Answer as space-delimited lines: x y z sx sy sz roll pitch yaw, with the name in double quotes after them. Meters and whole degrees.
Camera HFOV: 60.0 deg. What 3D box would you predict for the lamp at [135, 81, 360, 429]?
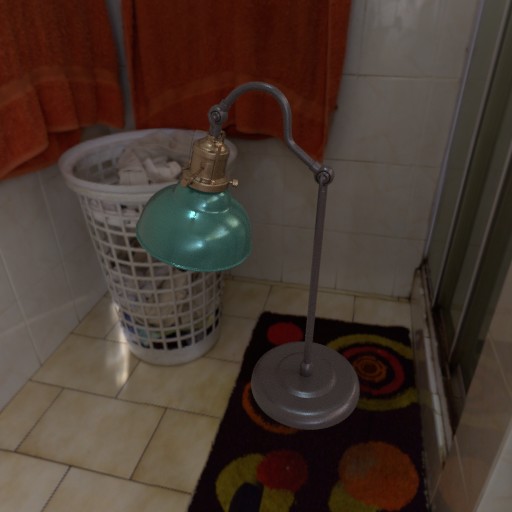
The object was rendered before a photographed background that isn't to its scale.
0.000 0.000 0.683 0.374 0.508 0.192 8 32 13 "lamp"
